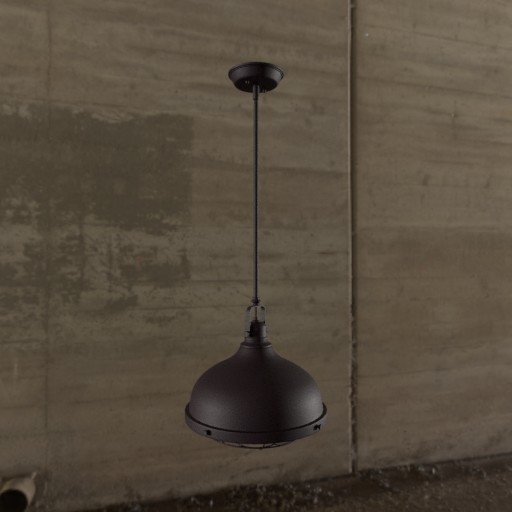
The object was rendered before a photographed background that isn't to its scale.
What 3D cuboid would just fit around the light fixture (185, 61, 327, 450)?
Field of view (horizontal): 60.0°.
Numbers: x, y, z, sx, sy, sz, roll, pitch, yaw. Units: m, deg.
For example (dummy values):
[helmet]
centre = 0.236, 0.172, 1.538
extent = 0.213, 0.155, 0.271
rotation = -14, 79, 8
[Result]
[light fixture]
centre = 0.000, 0.000, 1.030
extent = 0.341, 0.849, 0.341
rotation = 0, -1, 37
